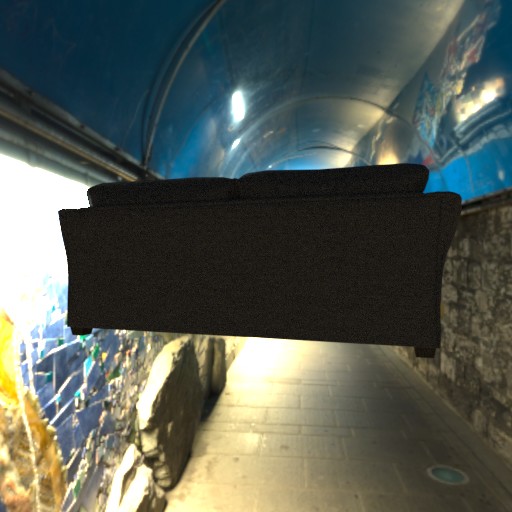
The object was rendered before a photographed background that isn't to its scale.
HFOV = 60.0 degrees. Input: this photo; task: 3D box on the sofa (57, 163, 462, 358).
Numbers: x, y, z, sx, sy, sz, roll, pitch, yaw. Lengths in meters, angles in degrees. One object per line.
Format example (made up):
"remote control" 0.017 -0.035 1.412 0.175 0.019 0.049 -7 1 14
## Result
"sofa" 0.000 0.000 2.777 2.270 0.950 0.971 0 -1 18
